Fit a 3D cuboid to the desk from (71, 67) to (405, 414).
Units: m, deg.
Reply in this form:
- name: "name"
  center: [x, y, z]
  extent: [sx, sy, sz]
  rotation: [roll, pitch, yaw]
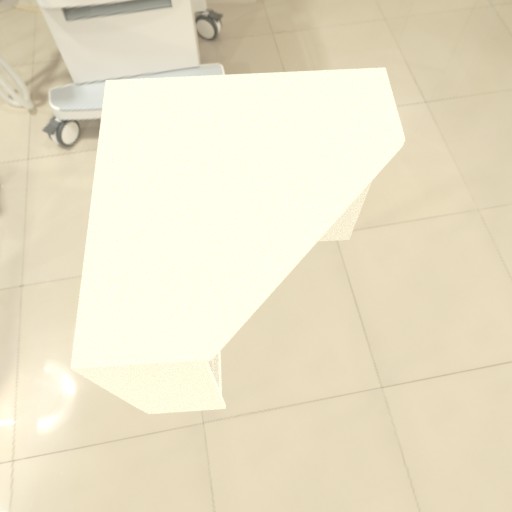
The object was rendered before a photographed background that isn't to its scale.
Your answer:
- name: "desk"
  center: [0.000, 0.000, 1.620]
  extent: [0.926, 0.818, 0.940]
  rotation: [-3, 63, -2]
